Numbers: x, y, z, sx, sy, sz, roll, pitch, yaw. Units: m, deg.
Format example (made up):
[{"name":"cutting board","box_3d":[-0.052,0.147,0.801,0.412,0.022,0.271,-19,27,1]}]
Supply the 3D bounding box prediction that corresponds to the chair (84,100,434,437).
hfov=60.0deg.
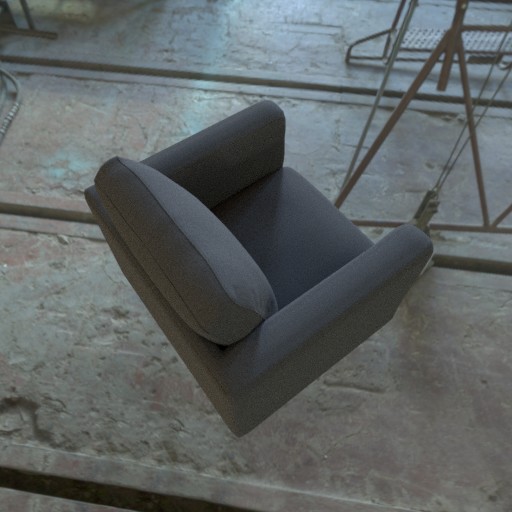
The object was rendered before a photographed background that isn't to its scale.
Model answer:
[{"name":"chair","box_3d":[0.000,0.000,1.588,0.800,0.927,0.854,-33,64,-18]}]
